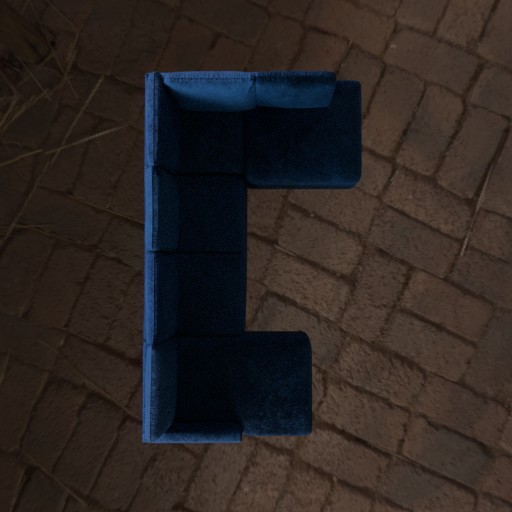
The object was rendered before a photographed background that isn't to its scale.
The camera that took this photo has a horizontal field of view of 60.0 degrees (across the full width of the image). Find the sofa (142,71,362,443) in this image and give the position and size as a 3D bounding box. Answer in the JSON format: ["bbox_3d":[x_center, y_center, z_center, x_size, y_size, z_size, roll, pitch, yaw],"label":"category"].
[{"bbox_3d":[0.000,0.000,4.279,2.055,0.992,3.434,0,88,0],"label":"sofa"}]
